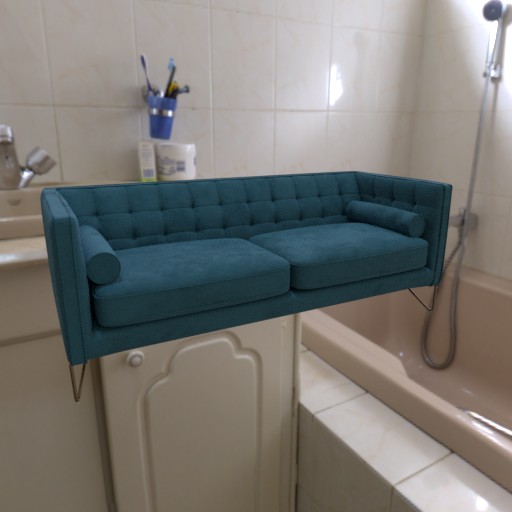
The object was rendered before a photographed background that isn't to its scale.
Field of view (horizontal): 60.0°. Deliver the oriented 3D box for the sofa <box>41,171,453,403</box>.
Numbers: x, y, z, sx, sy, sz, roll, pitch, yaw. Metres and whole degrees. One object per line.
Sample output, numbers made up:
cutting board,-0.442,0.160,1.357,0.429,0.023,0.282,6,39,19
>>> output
sofa,0.000,0.000,2.478,2.087,0.789,0.867,-8,18,-26
